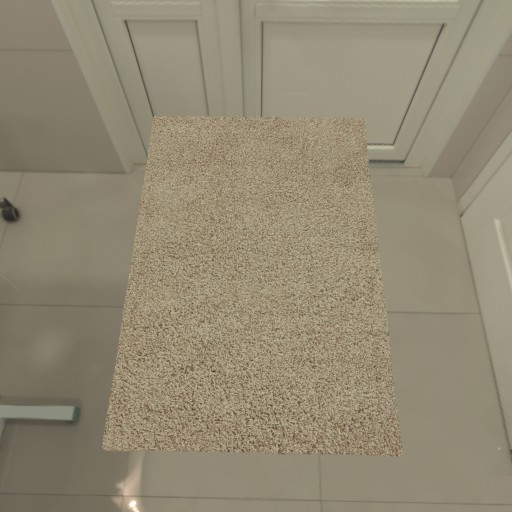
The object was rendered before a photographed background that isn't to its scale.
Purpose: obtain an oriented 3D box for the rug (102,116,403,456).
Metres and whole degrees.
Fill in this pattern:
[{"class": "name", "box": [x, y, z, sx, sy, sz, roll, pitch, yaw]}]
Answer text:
[{"class": "rug", "box": [0.000, 0.000, 2.182, 1.219, 0.030, 1.778, 1, 64, 0]}]
